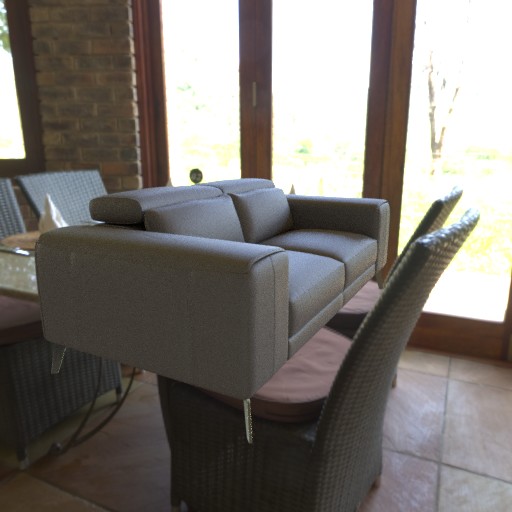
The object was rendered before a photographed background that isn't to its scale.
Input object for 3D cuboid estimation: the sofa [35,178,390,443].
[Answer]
[{"bbox_3d":[0.000,0.000,2.396,1.024,0.753,1.930,7,15,28],"label":"sofa"}]
